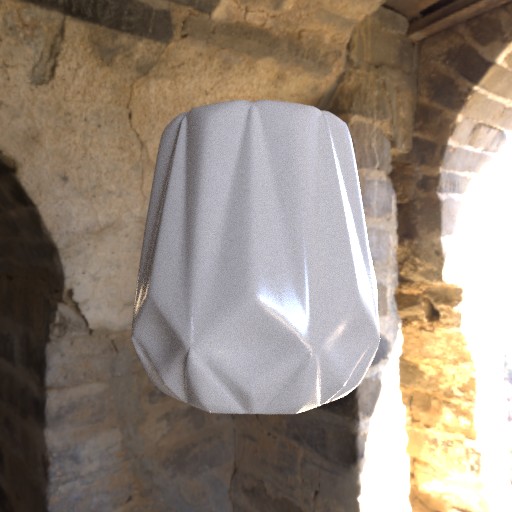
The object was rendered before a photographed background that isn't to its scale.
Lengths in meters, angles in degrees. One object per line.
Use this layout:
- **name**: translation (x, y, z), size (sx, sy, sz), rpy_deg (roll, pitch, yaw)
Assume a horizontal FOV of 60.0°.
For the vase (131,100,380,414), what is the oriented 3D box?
- **vase**: translation (0.000, 0.000, 0.262), size (0.141, 0.152, 0.141), rpy_deg (0, 0, 0)
